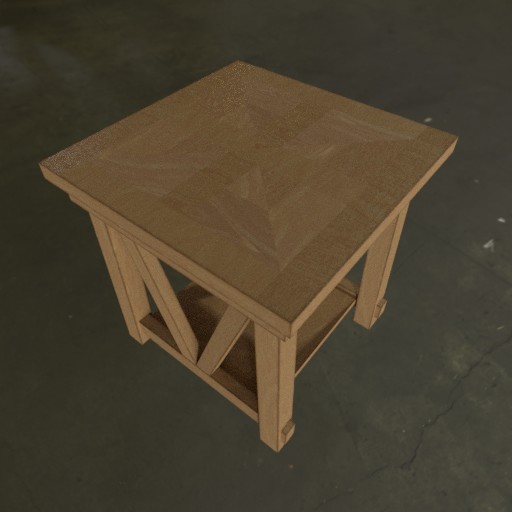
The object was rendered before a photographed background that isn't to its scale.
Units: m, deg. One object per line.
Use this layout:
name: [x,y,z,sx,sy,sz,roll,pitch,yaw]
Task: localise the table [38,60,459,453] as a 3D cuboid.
table: [0.000,0.000,1.137,0.612,0.638,0.610,30,54,25]
